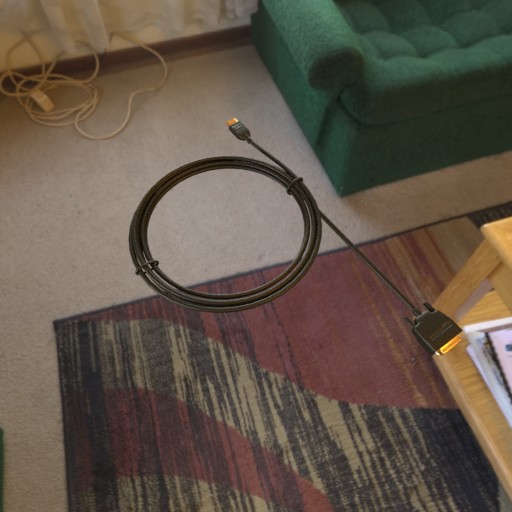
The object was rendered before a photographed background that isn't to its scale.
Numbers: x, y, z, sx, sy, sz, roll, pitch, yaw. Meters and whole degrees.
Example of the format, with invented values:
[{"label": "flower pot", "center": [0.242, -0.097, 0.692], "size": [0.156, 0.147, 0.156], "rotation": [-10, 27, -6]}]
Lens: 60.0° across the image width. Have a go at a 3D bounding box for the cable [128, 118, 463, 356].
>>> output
[{"label": "cable", "center": [0.000, 0.000, 0.525], "size": [0.257, 0.030, 0.422], "rotation": [-31, 63, -18]}]
